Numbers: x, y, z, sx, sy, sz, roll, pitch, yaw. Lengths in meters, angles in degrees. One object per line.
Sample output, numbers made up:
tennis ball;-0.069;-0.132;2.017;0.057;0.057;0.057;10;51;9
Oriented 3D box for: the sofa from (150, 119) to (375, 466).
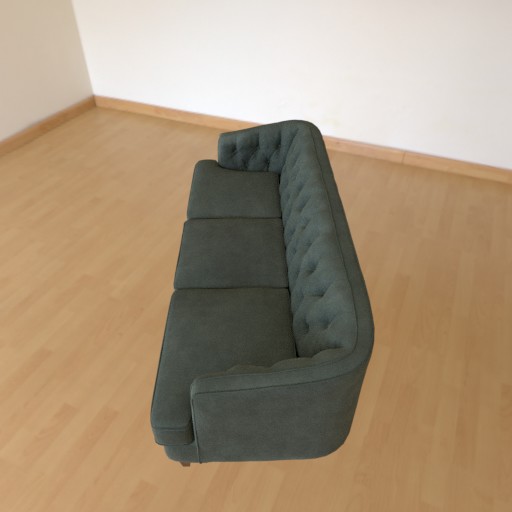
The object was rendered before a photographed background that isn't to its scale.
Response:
sofa;0.000;0.000;2.691;0.941;0.855;2.278;-1;40;-1
